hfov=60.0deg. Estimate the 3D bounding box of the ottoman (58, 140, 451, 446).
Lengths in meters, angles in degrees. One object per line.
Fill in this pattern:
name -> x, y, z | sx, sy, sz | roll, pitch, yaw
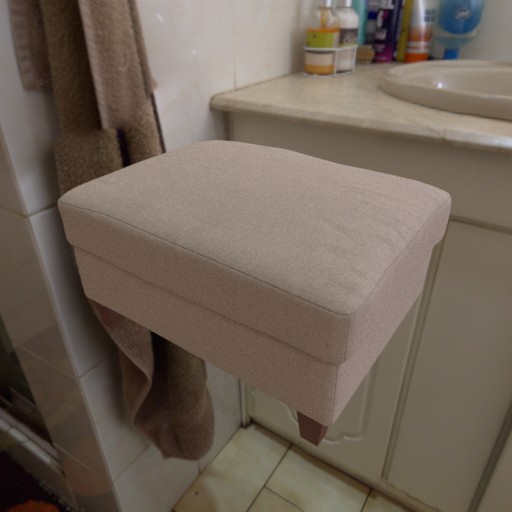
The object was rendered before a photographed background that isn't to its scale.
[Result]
ottoman -> 0.000, 0.000, 1.326 | 0.902, 0.511, 0.692 | 20, 36, 30
